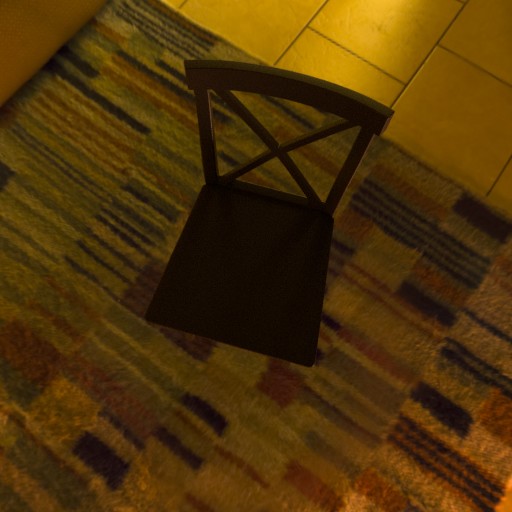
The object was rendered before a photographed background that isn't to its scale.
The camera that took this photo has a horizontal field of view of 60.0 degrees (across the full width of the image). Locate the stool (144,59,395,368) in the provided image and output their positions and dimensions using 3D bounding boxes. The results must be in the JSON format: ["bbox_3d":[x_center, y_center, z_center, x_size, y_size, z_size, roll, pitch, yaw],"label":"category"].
[{"bbox_3d":[0.000,0.000,1.319,0.452,0.989,0.559,15,76,4],"label":"stool"}]
